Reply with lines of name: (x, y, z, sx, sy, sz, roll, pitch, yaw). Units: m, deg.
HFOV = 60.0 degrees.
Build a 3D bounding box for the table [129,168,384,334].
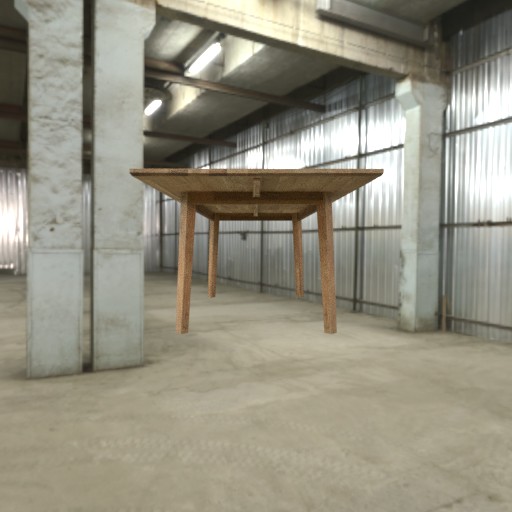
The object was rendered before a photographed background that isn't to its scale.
table: (0.000, 0.000, 3.052, 1.000, 0.752, 2.603, 0, 1, 0)
